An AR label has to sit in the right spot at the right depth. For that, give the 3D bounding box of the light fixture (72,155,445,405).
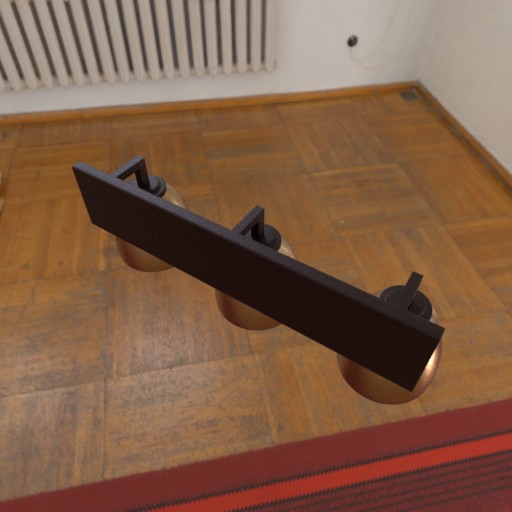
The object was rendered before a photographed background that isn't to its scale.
[{"bbox_3d":[0.000,0.000,0.662,0.582,0.204,0.157,25,51,22],"label":"light fixture"}]
